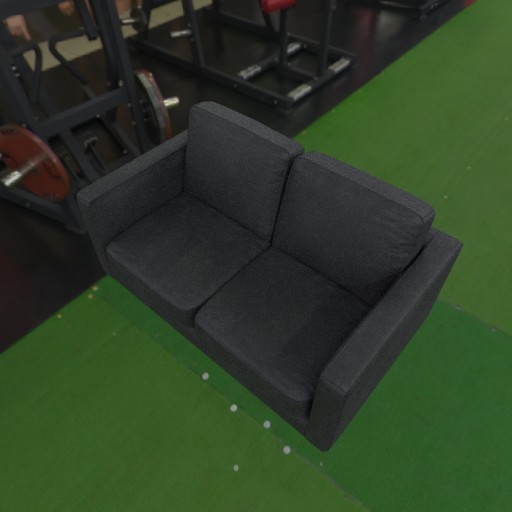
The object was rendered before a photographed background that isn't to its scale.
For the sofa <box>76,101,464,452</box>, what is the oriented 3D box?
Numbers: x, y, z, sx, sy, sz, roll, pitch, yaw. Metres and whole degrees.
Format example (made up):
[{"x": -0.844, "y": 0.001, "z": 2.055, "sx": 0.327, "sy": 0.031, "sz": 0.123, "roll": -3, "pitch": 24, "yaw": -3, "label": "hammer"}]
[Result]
[{"x": 0.000, "y": 0.000, "z": 2.018, "sx": 1.430, "sy": 0.899, "sz": 0.879, "roll": 33, "pitch": 56, "yaw": 26, "label": "sofa"}]
